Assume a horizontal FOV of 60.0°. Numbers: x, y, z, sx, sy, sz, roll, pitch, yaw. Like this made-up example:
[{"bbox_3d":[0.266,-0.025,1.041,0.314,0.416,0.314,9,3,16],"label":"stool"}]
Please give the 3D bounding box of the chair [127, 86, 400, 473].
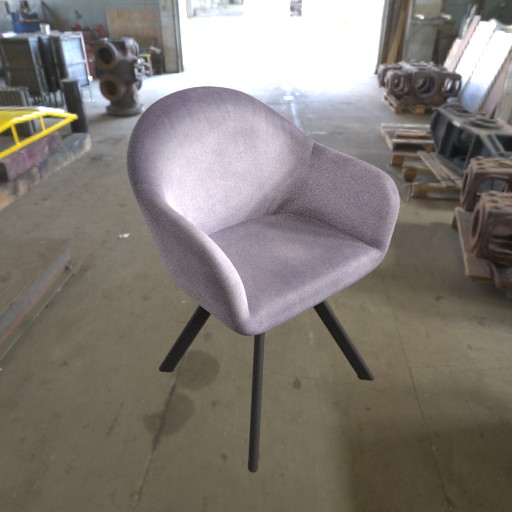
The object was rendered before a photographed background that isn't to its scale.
[{"bbox_3d":[0.000,0.000,1.164,0.570,0.780,0.540,-23,38,-34],"label":"chair"}]
